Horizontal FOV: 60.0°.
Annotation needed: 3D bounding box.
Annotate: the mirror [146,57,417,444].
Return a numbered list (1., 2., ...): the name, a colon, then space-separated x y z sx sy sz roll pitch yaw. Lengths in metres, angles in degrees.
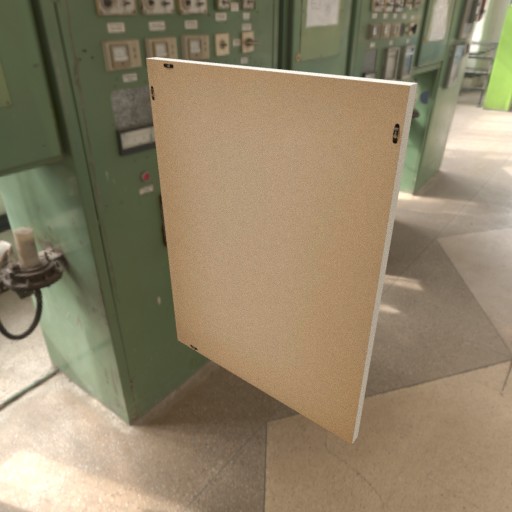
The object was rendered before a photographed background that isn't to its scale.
1. mirror: 0.000 0.000 1.295 0.762 1.016 0.041 22 36 33
